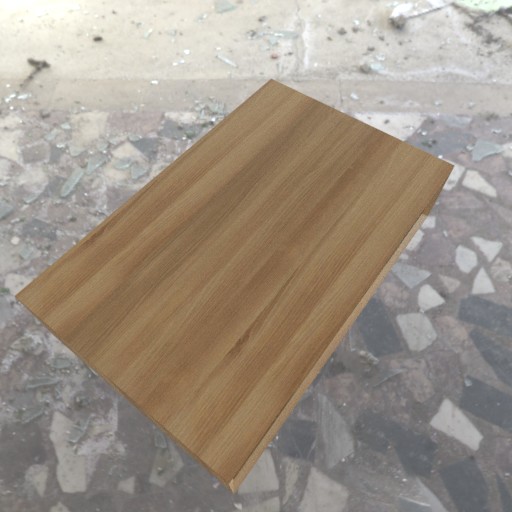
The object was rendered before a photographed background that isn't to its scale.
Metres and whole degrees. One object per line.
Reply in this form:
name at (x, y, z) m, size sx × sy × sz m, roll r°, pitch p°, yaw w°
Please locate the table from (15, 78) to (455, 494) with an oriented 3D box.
table at (0.000, 0.000, 1.382) m, size 0.700 × 0.330 × 1.100 m, roll 33°, pitch 63°, yaw 19°
